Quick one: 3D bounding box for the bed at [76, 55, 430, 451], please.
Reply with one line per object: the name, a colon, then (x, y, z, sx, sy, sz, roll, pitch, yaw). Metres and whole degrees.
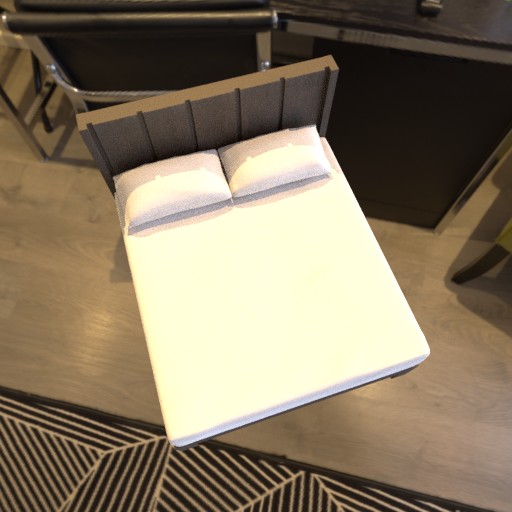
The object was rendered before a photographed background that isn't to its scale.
bed: (0.000, 0.000, 3.053, 1.735, 1.261, 1.992, -16, 66, -8)
